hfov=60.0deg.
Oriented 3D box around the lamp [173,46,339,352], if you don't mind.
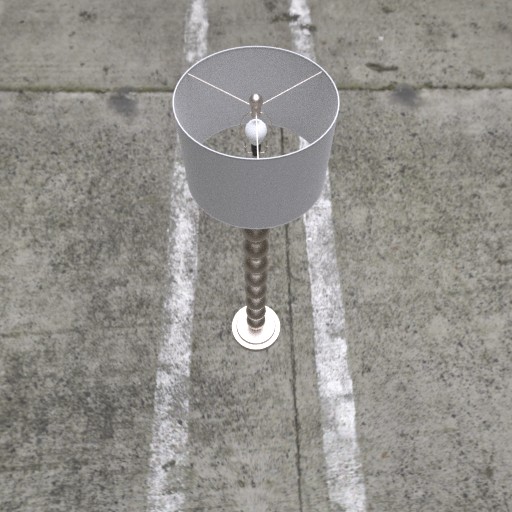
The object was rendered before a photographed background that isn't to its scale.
[{"bbox_3d":[0.000,0.000,1.670,0.394,1.474,0.394,-1,59,-1],"label":"lamp"}]
